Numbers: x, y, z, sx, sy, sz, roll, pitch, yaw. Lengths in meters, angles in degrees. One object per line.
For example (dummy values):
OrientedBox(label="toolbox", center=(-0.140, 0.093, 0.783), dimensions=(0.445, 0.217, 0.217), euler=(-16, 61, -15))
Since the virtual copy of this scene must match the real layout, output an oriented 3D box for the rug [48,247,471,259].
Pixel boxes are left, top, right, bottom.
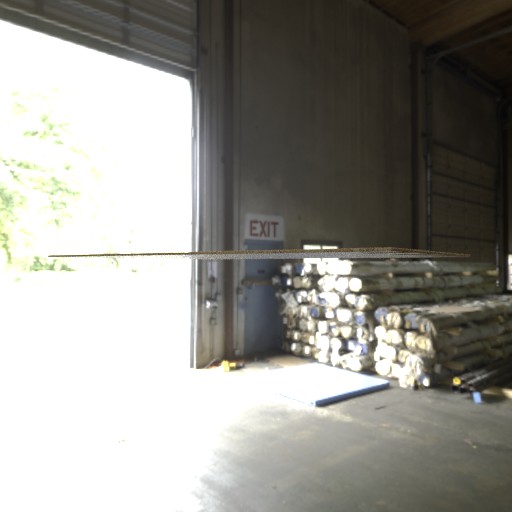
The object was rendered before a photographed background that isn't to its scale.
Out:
OrientedBox(label="rug", center=(0.000, 0.000, 2.884), dimensions=(2.292, 0.014, 1.528), euler=(-1, -1, 35))
